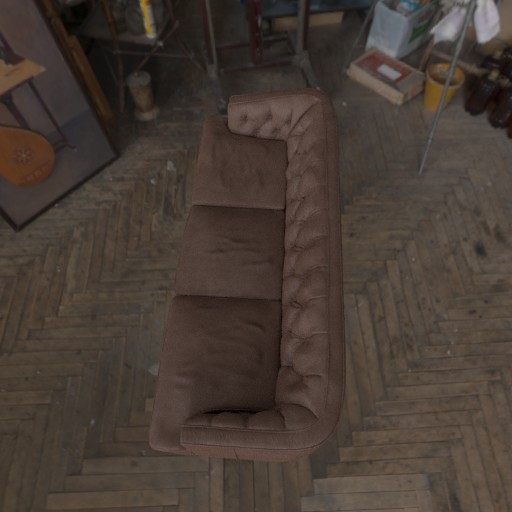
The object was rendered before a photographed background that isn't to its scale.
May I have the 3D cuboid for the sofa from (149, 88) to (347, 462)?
[{"bbox_3d":[0.000,0.000,2.676,0.927,0.787,2.227,3,60,2],"label":"sofa"}]
